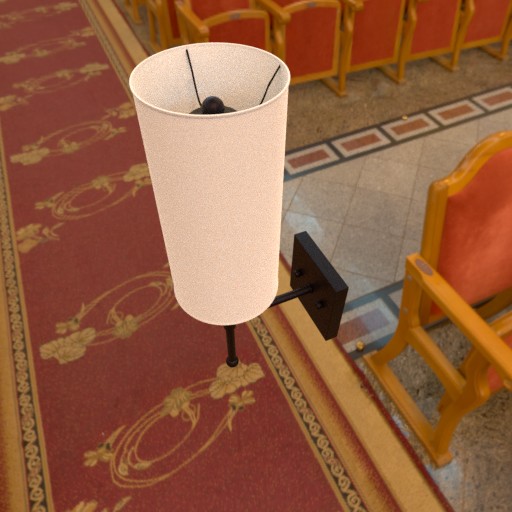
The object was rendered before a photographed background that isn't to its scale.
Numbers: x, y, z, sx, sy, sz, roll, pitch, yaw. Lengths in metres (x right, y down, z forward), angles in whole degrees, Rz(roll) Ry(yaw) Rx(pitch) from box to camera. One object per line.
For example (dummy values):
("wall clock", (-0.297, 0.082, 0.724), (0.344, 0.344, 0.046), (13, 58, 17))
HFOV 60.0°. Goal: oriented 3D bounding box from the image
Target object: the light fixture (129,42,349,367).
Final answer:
("light fixture", (0.000, 0.000, 0.535), (0.208, 0.462, 0.128), (-18, 50, -16))
